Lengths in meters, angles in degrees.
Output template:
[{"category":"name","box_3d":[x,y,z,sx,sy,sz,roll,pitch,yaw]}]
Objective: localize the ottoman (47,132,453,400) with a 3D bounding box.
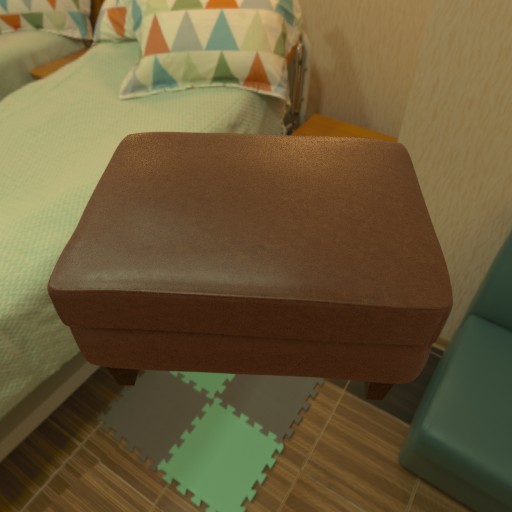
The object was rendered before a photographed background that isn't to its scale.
[{"category":"ottoman","box_3d":[0.000,0.000,1.240,0.851,0.485,0.650,3,45,3]}]
